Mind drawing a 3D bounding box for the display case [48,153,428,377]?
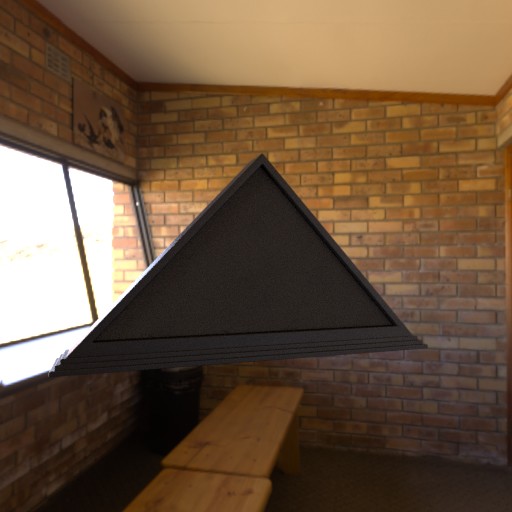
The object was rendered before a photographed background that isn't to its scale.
[{"bbox_3d":[0.000,0.000,0.765,0.640,0.340,0.095,0,-1,-19],"label":"display case"}]
